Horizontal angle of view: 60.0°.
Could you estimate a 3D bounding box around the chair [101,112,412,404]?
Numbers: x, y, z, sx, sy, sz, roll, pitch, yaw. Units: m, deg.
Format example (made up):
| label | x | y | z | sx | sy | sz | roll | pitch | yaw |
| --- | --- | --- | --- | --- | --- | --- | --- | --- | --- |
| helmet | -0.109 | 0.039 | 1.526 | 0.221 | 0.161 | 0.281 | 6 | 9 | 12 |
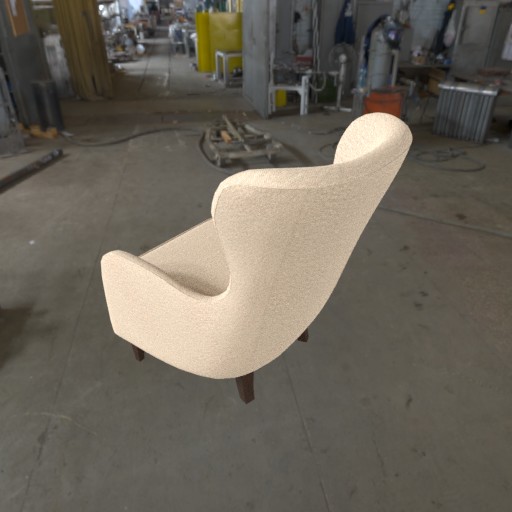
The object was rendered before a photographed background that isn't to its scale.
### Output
| label | x | y | z | sx | sy | sz | roll | pitch | yaw |
| --- | --- | --- | --- | --- | --- | --- | --- | --- | --- |
| chair | 0.000 | 0.000 | 1.779 | 0.984 | 1.064 | 0.861 | 20 | 36 | 30 |
